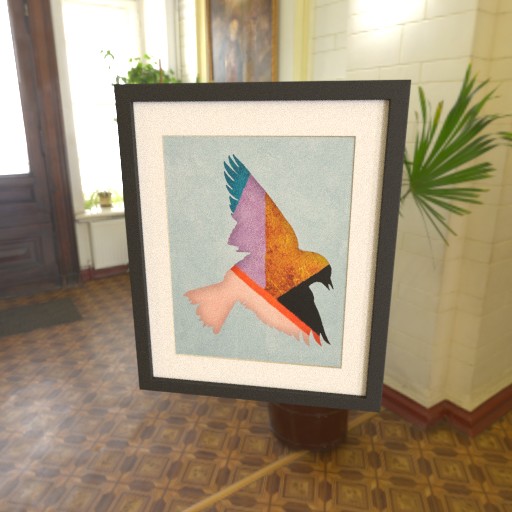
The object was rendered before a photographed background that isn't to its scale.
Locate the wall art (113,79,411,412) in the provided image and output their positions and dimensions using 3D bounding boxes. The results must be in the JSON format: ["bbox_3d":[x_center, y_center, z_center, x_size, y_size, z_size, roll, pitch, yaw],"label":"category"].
[{"bbox_3d":[0.000,0.000,0.763,0.457,0.558,0.028,3,17,9],"label":"wall art"}]
